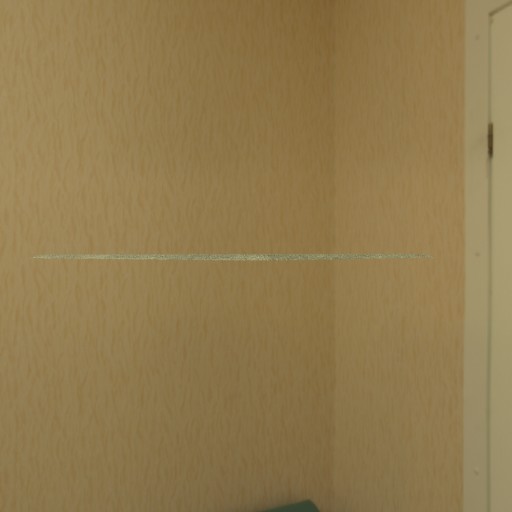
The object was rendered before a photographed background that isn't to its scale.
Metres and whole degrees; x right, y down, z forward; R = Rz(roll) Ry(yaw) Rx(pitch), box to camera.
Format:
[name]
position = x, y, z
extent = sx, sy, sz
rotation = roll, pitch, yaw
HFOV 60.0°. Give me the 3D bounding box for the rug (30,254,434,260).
[rug]
position = 0.000, 0.000, 3.943
extent = 2.332, 0.027, 2.933
rotation = 0, 0, 37
